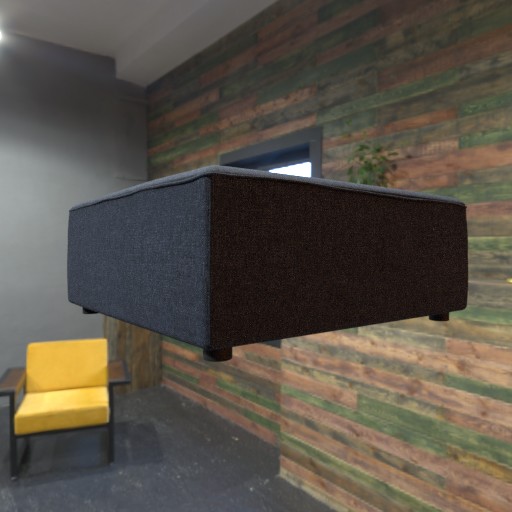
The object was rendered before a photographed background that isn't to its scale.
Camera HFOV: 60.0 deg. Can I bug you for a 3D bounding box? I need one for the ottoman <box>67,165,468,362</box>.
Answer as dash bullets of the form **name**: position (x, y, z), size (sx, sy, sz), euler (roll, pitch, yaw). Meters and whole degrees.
- **ottoman**: position (0.000, 0.000, 1.547), size (1.023, 0.423, 1.017), euler (-1, 1, -37)
